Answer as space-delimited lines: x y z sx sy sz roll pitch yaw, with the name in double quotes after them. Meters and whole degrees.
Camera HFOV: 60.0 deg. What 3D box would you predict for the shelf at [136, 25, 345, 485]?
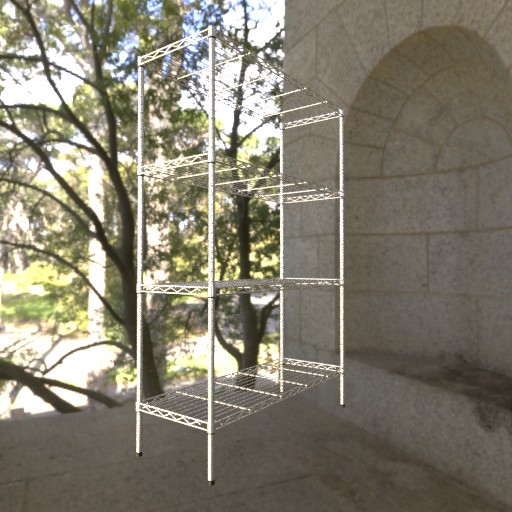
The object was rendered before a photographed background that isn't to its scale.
0.000 0.000 1.769 0.352 1.360 0.907 -1 -1 37 "shelf"
